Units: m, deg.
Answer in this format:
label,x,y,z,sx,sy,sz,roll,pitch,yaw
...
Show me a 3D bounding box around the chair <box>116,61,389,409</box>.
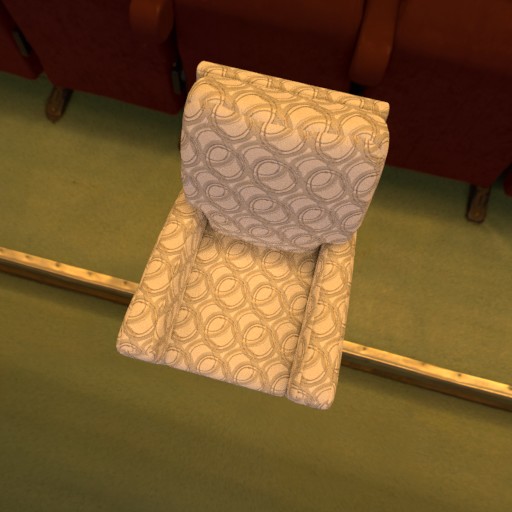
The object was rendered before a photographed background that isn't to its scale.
label,x,y,z,sx,sy,sz,roll,pitch,yaw
chair,0.000,0.000,1.741,0.796,1.065,0.995,14,76,4
